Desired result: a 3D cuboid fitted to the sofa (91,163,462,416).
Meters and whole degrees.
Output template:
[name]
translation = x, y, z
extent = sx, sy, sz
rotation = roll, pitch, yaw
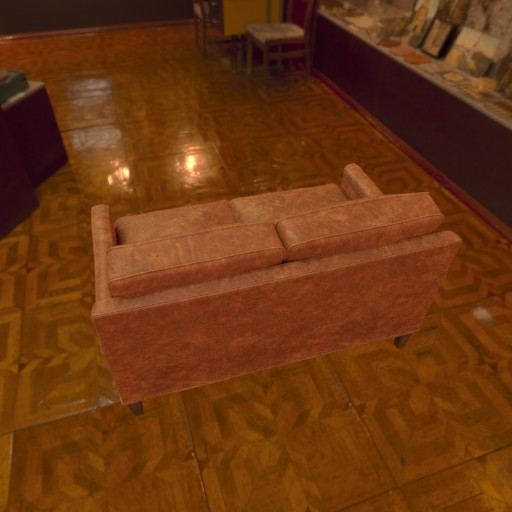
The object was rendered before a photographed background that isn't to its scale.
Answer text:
[sofa]
translation = 0.000, 0.000, 2.303
extent = 1.597, 1.003, 1.084
rotation = -11, 43, -12
